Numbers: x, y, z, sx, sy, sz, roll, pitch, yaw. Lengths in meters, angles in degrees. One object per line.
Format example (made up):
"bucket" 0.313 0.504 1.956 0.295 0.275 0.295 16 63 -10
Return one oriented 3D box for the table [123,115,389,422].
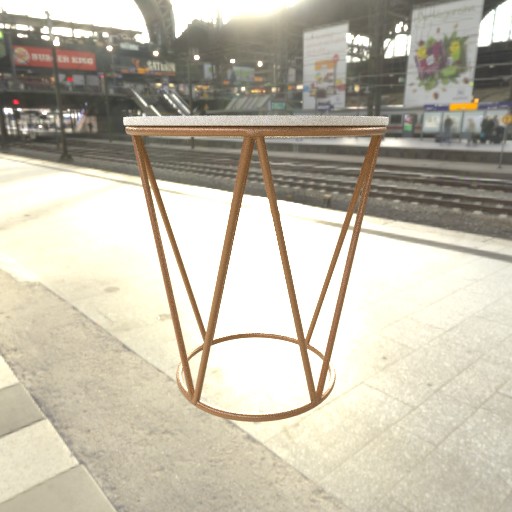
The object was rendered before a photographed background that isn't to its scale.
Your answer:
"table" 0.000 0.000 0.948 0.500 0.564 0.500 0 17 0
